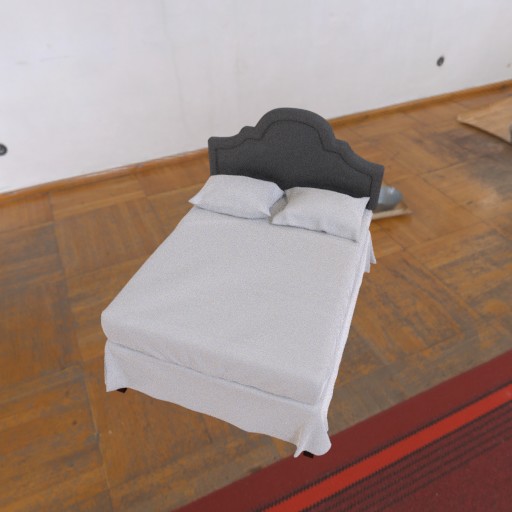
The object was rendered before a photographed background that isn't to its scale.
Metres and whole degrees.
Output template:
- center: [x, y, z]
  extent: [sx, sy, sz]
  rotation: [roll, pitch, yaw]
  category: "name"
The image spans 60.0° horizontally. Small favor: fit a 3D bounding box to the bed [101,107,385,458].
- center: [0.000, 0.000, 3.446]
  extent: [1.780, 1.634, 2.222]
  rotation: [13, 42, 15]
  category: "bed"
